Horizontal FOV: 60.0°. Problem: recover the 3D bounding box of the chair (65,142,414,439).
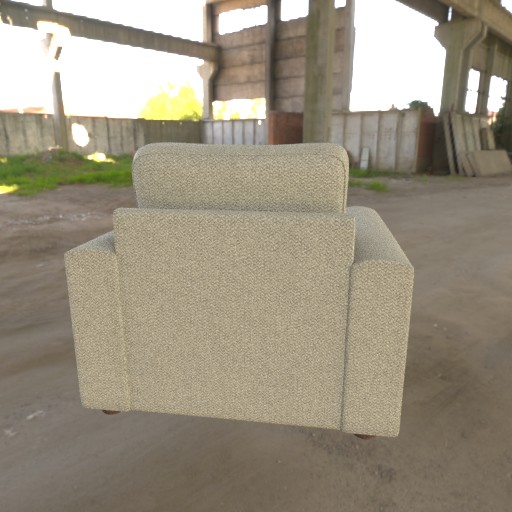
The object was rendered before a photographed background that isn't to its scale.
[{"bbox_3d":[0.000,0.000,1.745,1.005,0.873,1.016,2,15,8],"label":"chair"}]
